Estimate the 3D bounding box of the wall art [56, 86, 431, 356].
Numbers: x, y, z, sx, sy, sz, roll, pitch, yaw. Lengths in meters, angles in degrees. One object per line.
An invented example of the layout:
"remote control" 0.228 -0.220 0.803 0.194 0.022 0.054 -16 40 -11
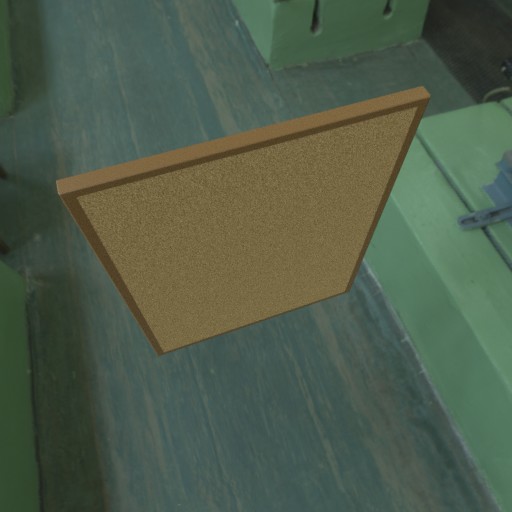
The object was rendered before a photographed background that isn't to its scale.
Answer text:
"wall art" 0.000 0.000 0.745 0.449 0.550 0.021 -17 61 -10
